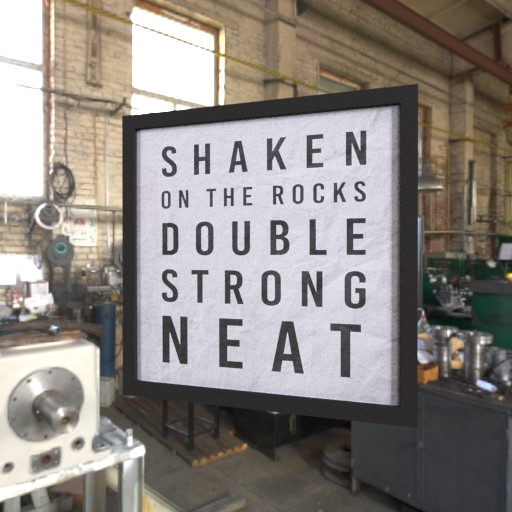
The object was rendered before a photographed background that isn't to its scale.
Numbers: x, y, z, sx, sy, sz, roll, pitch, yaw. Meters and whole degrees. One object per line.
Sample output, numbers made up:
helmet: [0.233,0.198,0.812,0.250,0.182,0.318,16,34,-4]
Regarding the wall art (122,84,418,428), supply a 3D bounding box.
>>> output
wall art: [0.000,0.000,0.665,0.456,0.458,0.013,0,0,18]
